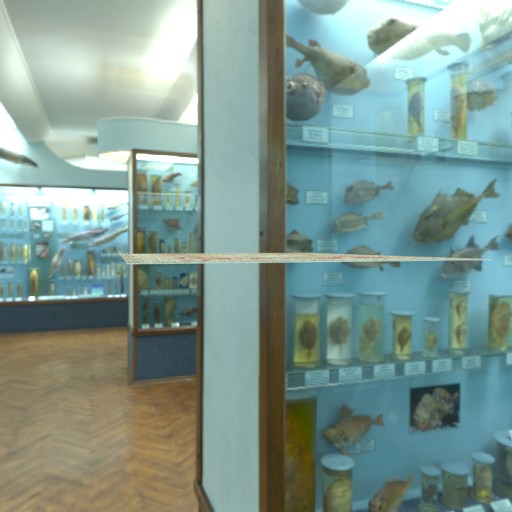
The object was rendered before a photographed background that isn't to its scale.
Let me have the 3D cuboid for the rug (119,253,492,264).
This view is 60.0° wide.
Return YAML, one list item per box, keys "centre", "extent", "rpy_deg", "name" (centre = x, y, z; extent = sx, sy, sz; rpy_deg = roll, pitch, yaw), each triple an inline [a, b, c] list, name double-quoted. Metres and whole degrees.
- centre: [0.000, 0.000, 4.195]
  extent: [2.451, 0.008, 3.143]
  rpy_deg: [0, 1, -18]
  name: "rug"
